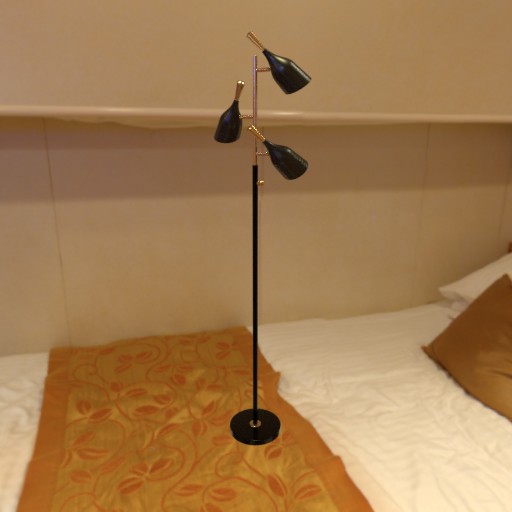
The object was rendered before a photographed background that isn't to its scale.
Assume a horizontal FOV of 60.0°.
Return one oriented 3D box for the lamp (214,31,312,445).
[{"bbox_3d":[0.000,0.000,1.955,0.434,1.778,0.253,8,18,26],"label":"lamp"}]
